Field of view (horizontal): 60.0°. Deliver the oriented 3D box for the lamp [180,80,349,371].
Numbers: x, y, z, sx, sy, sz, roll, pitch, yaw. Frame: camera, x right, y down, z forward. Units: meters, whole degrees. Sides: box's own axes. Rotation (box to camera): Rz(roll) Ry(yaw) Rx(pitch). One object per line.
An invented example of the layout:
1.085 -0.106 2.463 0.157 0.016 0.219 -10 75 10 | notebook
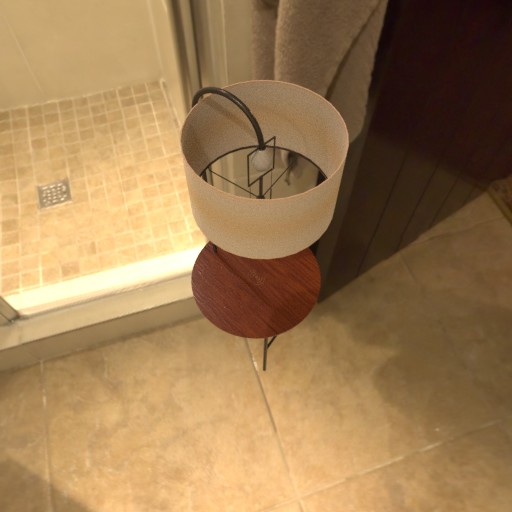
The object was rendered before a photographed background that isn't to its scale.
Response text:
0.000 0.000 1.818 0.573 1.517 0.573 0 58 0 | lamp
